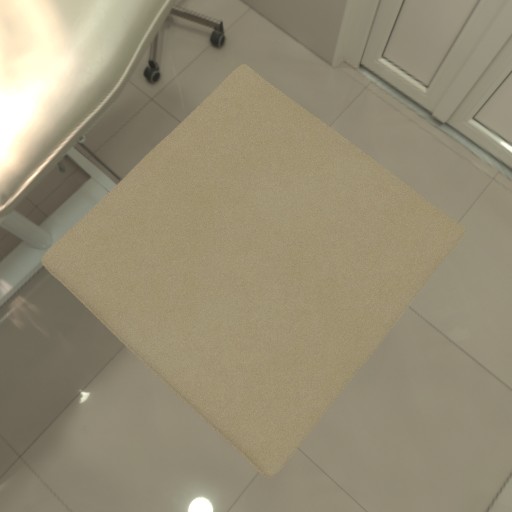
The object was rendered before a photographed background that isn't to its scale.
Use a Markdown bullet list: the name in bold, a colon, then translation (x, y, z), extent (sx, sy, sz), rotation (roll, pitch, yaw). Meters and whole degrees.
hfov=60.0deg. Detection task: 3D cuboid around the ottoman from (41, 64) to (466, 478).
- **ottoman**: translation (0.000, 0.000, 1.853), extent (1.190, 0.522, 1.205), rotation (40, 78, 10)
